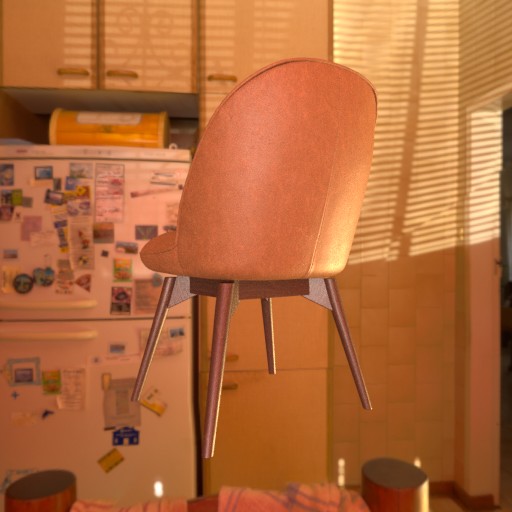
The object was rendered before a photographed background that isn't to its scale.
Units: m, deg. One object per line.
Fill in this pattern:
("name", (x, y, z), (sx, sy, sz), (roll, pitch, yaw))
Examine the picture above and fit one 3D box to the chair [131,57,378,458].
("chair", (0.000, 0.000, 1.209), (0.521, 0.831, 0.631), (0, 0, -35))
